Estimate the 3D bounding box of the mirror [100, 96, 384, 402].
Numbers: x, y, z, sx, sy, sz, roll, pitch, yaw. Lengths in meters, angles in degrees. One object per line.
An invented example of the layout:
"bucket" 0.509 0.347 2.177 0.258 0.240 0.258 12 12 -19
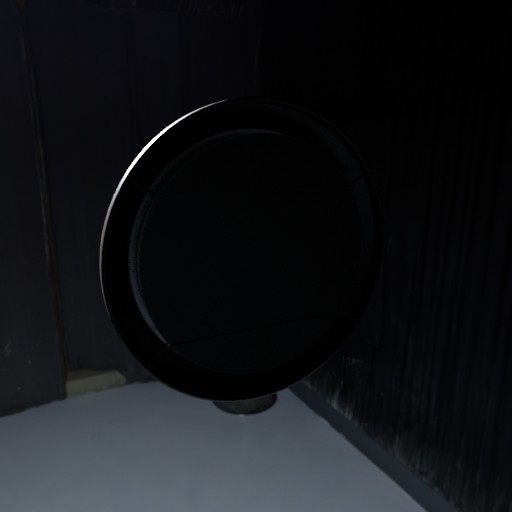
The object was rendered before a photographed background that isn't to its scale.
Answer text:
"mirror" 0.000 0.000 1.346 0.907 0.907 0.111 -7 16 -25
